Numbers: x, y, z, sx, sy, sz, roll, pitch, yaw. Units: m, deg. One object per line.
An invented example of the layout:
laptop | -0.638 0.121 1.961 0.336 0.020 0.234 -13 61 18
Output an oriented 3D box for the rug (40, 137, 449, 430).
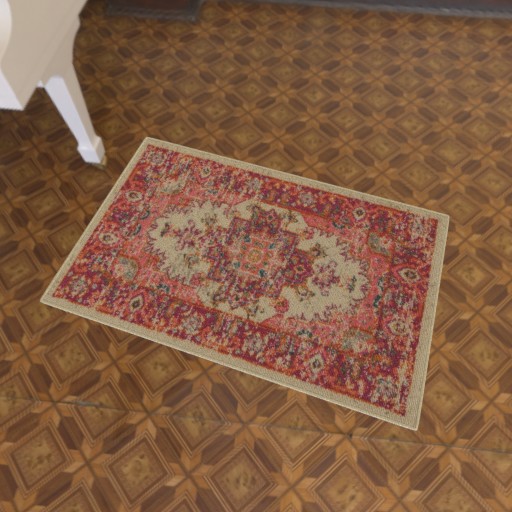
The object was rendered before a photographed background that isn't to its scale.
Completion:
rug | 0.000 0.000 1.083 0.868 0.004 0.556 16 61 10
